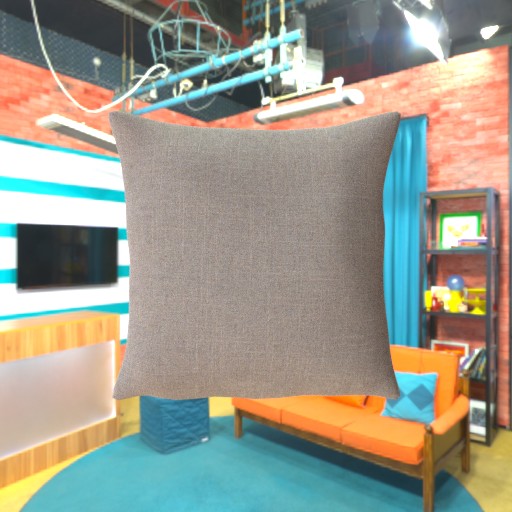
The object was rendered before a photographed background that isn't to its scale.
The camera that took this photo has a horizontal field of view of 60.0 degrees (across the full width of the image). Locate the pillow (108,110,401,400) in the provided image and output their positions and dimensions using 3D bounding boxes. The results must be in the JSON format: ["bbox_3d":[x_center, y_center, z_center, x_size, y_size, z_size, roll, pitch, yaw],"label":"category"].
[{"bbox_3d":[0.000,0.000,0.665,0.435,0.432,0.138,0,0,-1],"label":"pillow"}]
